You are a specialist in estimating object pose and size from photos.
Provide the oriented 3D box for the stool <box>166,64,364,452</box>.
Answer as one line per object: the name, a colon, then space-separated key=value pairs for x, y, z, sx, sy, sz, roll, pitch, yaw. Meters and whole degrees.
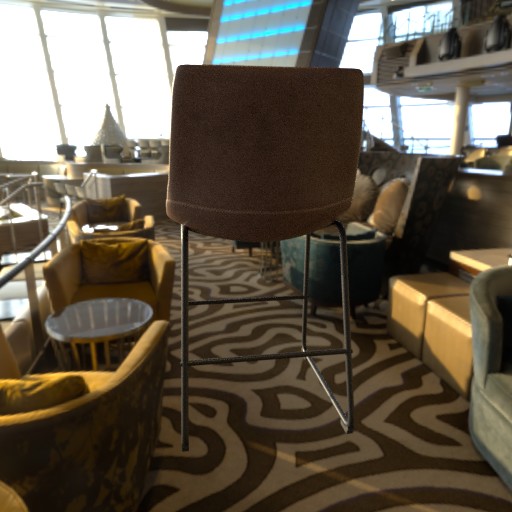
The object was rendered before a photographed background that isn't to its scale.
stool: x=0.000 y=0.000 z=1.208 sx=0.460 sy=0.890 sz=0.550 roll=-2 pitch=15 yaw=-9
